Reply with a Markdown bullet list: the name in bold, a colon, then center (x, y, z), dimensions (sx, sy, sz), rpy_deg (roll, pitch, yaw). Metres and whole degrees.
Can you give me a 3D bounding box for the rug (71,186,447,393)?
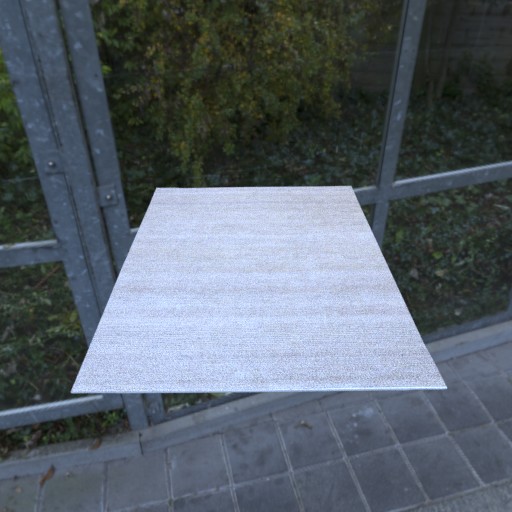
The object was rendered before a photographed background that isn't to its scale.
- **rug**: center (0.000, 0.000, 4.243), dimensions (2.467, 0.046, 3.245), rpy_deg (0, 33, -1)
